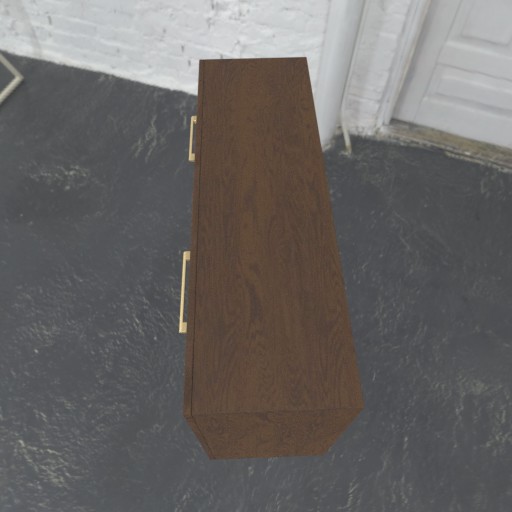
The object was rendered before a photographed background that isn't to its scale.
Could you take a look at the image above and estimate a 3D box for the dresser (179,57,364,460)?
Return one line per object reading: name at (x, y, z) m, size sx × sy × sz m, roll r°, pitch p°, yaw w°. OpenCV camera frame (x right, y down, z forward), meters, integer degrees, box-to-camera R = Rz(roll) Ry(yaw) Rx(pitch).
dresser at (0.000, 0.000, 1.942) m, size 0.512 × 0.889 × 1.523 m, roll -2°, pitch 58°, yaw -1°
